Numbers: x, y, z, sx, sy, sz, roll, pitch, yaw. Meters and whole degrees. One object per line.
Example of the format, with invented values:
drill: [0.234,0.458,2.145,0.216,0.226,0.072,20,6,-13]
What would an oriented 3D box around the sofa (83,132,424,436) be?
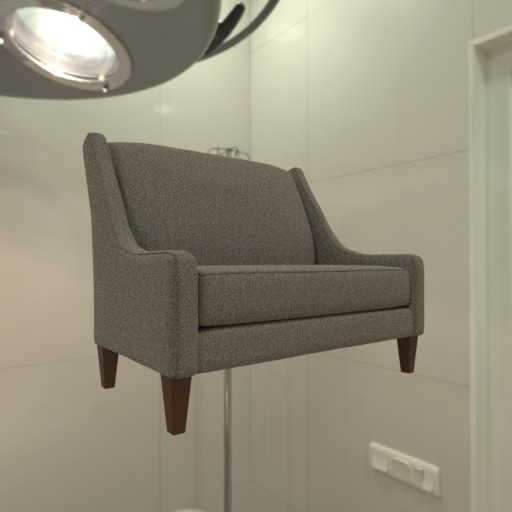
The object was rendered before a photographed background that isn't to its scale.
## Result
sofa: [0.000,0.000,1.909,1.242,1.026,0.862,0,-1,-37]
